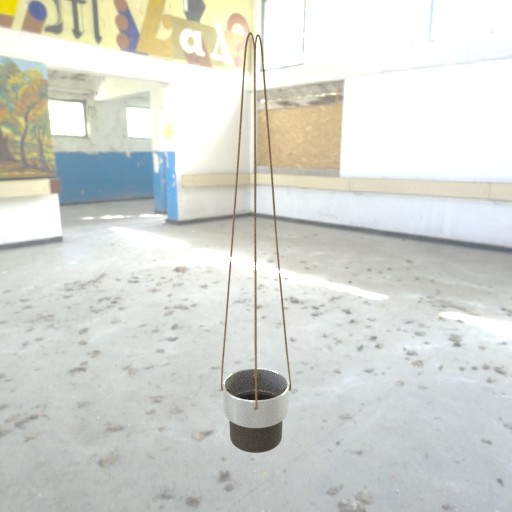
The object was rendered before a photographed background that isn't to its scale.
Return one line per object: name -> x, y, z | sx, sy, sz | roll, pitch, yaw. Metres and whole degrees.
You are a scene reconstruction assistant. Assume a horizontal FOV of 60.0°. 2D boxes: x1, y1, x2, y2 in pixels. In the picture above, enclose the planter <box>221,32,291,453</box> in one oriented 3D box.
planter -> 0.000, 0.000, 1.163 | 0.187, 1.073, 0.187 | 13, 18, 43
